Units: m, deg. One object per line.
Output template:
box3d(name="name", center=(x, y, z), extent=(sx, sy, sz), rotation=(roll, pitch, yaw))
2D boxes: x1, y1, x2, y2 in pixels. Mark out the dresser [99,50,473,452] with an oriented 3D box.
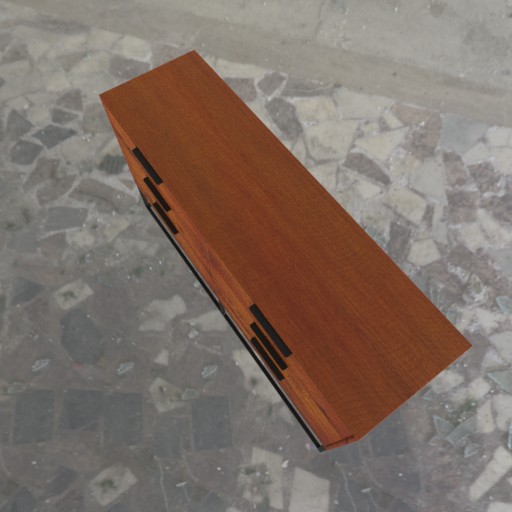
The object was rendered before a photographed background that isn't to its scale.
box3d(name="dresser", center=(0.000, 0.000, 1.875), extent=(0.464, 0.810, 1.536), rotation=(-33, 68, -15))
